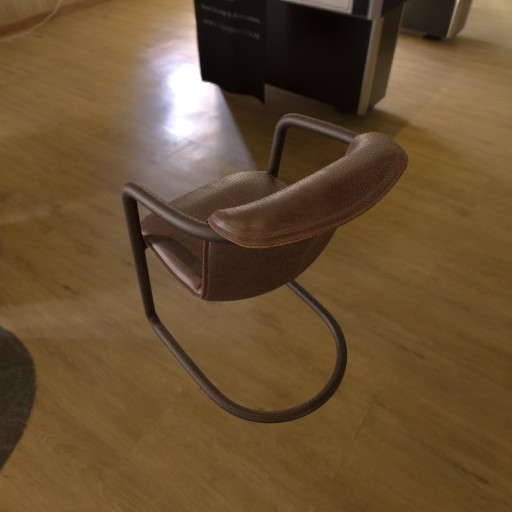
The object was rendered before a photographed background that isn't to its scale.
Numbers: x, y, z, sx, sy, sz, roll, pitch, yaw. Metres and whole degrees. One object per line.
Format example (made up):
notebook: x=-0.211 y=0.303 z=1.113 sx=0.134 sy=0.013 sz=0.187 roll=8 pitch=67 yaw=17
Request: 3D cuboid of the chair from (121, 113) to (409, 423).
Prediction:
chair: x=0.000 y=0.000 z=1.261 sx=0.536 sy=0.836 sz=0.664 roll=-31 pitch=54 yaw=-26
